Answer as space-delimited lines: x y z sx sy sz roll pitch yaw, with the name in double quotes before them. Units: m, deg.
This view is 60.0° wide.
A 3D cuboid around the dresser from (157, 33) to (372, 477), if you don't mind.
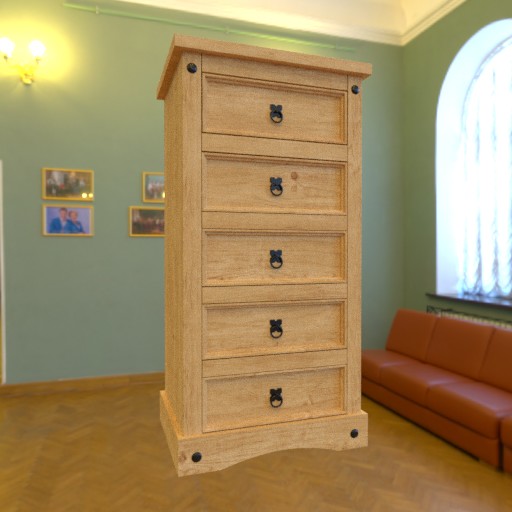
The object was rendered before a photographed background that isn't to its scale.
"dresser" 0.000 0.000 1.305 0.531 1.041 0.390 0 1 -19
